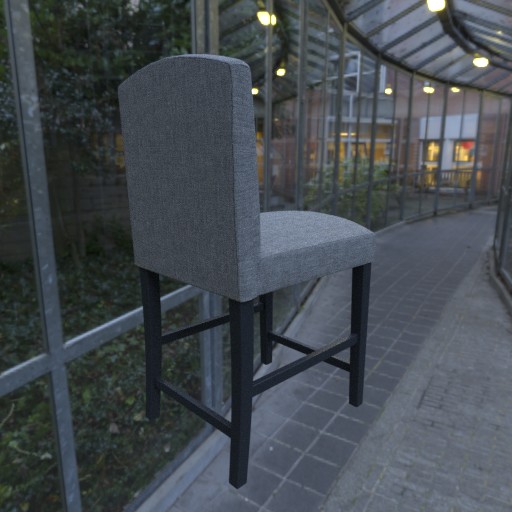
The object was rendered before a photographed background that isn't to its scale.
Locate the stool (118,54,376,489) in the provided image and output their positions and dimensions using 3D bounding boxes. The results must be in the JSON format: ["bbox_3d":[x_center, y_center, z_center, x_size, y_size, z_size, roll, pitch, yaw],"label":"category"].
[{"bbox_3d":[0.000,0.000,1.242,0.552,0.966,0.451,-12,18,-43],"label":"stool"}]
